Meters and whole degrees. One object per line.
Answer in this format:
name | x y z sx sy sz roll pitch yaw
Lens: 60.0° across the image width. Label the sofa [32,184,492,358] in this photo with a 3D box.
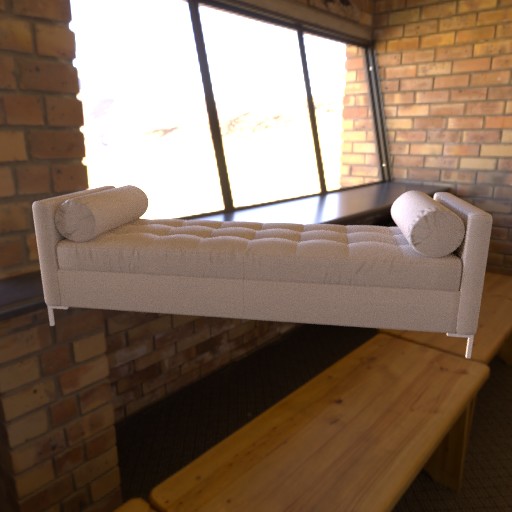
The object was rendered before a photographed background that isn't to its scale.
sofa | 0.000 0.000 2.271 1.981 0.635 0.686 3 16 9
